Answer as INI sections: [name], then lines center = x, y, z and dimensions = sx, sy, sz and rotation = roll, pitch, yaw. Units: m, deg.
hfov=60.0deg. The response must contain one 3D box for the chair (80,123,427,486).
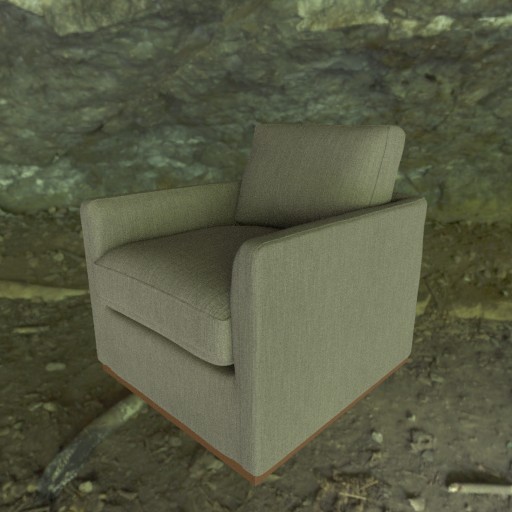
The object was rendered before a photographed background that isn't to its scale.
[chair]
center = 0.000, 0.000, 1.428
dimensions = 0.763, 0.811, 0.834
rotation = 16, 23, 41
